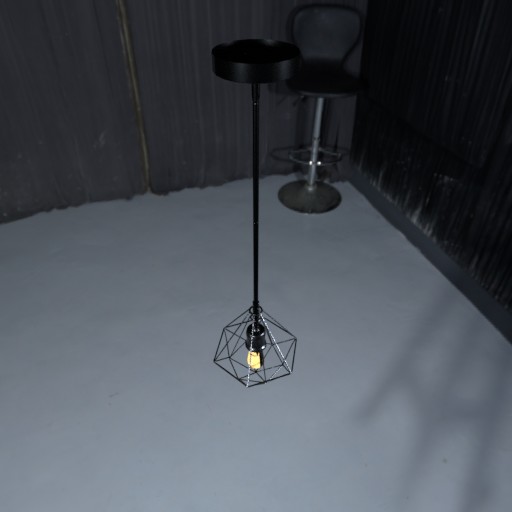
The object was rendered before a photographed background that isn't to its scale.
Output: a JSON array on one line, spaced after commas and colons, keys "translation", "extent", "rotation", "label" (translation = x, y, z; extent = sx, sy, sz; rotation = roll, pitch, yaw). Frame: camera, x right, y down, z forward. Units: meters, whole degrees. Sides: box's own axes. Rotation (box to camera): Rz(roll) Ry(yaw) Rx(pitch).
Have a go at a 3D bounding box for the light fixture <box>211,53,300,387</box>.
[{"translation": [0.000, 0.000, 2.028], "extent": [0.487, 1.764, 0.431], "rotation": [-13, 41, -15], "label": "light fixture"}]
